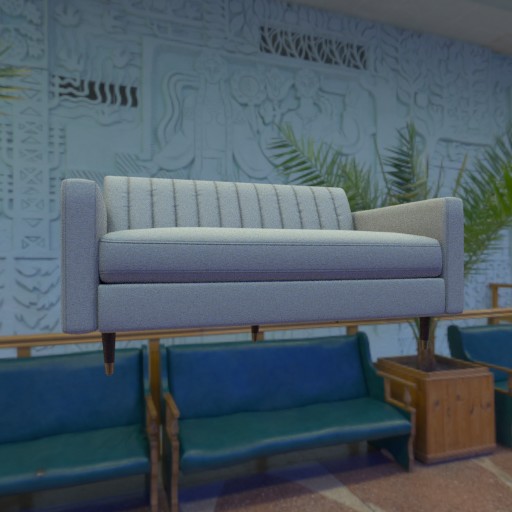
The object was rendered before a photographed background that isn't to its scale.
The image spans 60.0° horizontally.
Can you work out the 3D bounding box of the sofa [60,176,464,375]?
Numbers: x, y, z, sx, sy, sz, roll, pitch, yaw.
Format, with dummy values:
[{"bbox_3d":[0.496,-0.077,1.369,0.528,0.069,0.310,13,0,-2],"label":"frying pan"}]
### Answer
[{"bbox_3d":[0.000,0.000,2.063,1.585,0.801,0.950,0,0,-18],"label":"sofa"}]
